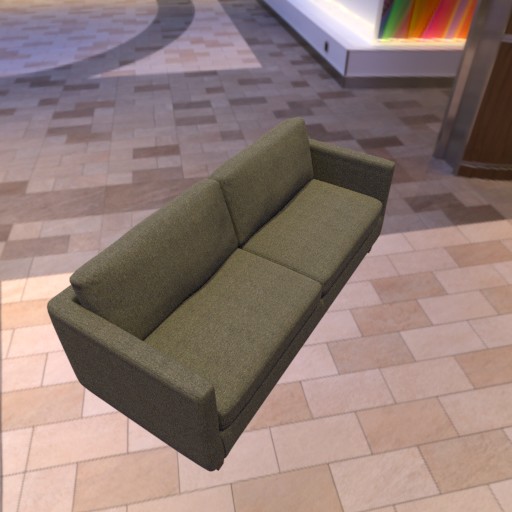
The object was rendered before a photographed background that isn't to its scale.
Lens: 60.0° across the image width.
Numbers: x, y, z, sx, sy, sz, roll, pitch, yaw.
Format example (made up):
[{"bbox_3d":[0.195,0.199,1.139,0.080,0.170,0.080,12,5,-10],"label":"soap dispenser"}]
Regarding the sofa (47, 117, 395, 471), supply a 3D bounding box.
[{"bbox_3d":[0.000,0.000,2.720,0.948,0.965,2.208,22,45,24],"label":"sofa"}]
